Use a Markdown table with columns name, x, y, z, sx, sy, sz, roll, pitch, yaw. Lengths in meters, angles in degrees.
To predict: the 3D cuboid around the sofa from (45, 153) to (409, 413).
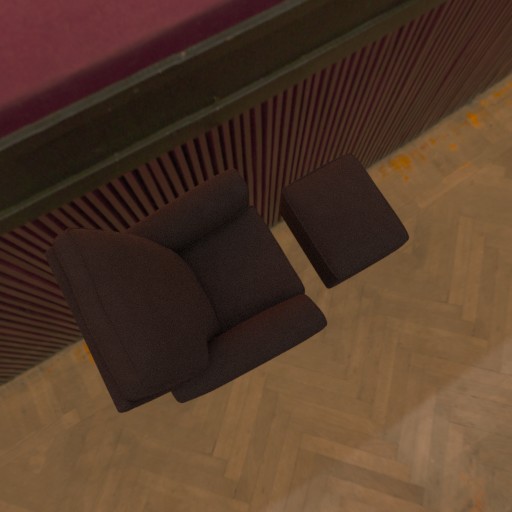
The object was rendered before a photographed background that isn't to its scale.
| name | x | y | z | sx | sy | sz | roll | pitch | yaw |
| --- | --- | --- | --- | --- | --- | --- | --- | --- | --- |
| sofa | 0.000 | 0.000 | 2.039 | 1.478 | 0.959 | 0.880 | -29 | 77 | -7 |
